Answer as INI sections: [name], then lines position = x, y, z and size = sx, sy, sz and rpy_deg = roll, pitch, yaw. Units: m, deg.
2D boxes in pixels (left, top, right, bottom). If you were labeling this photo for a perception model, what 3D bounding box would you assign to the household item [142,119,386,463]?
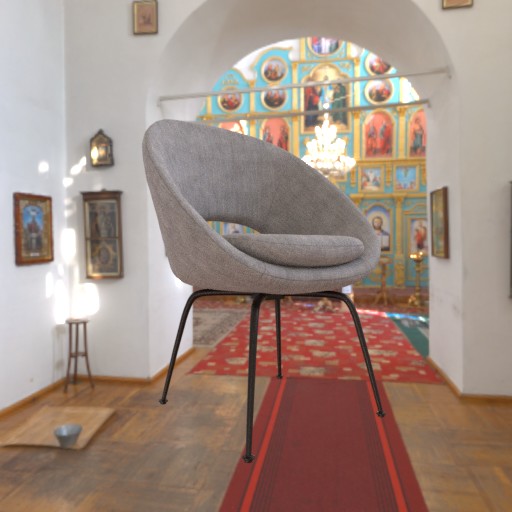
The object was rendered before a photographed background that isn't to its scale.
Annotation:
[household item]
position = 0.000, 0.000, 1.282
size = 0.643, 0.869, 0.587
rpy_deg = -1, 1, -36
